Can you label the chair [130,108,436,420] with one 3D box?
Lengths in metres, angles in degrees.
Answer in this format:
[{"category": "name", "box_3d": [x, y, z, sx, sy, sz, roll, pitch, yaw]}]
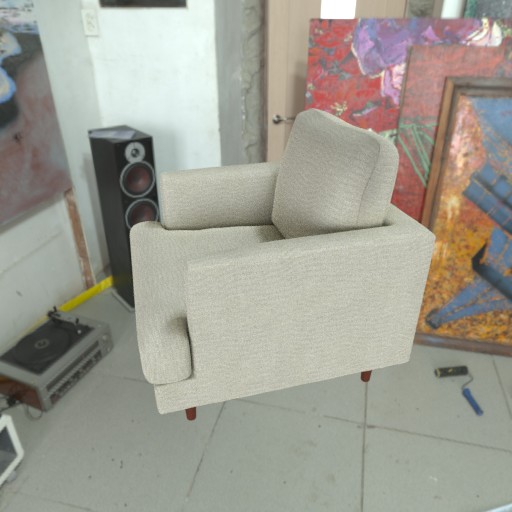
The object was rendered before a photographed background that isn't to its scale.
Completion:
[{"category": "chair", "box_3d": [0.000, 0.000, 1.656, 0.899, 0.957, 0.858, -8, 30, -14]}]
